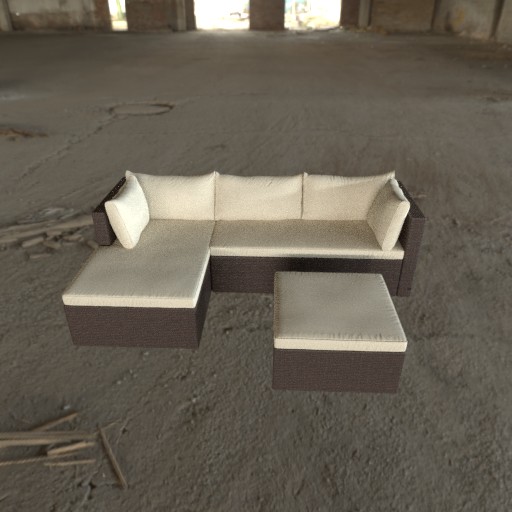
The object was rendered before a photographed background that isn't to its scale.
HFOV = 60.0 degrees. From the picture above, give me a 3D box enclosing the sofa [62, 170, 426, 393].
[{"bbox_3d":[0.000,0.000,2.916,2.192,0.766,1.612,1,30,2],"label":"sofa"}]
